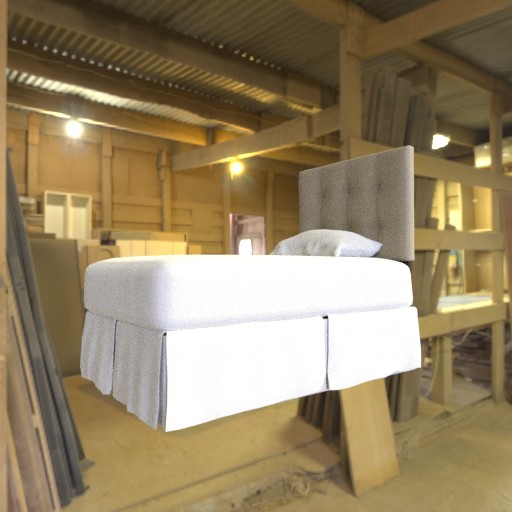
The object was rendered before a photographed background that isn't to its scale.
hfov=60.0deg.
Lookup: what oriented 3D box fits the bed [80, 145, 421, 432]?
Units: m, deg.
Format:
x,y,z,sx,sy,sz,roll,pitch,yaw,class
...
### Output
x,y,z,sx,sy,sz,roll,pitch,yaw,class
0.000,0.000,2.987,1.997,1.571,1.261,1,-1,-37,bed
